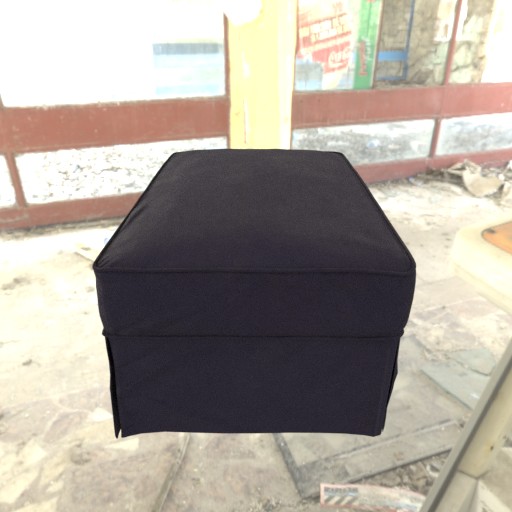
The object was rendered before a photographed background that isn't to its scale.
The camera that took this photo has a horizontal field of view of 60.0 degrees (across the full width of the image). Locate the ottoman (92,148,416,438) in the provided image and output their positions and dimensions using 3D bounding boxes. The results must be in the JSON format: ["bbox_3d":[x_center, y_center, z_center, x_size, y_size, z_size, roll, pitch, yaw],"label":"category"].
[{"bbox_3d":[0.000,0.000,1.313,0.637,0.503,0.938,0,27,1],"label":"ottoman"}]
